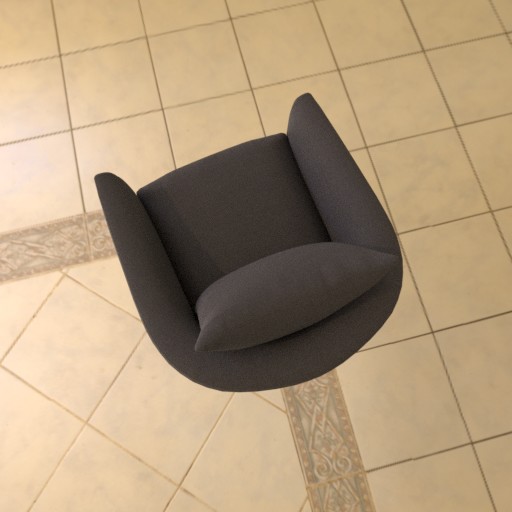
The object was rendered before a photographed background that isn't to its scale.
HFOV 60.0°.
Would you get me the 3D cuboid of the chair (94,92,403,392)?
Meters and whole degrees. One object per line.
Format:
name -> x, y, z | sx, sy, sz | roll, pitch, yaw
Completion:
chair -> 0.000, 0.000, 1.588 | 0.845, 0.848, 0.910 | -23, 76, -6
